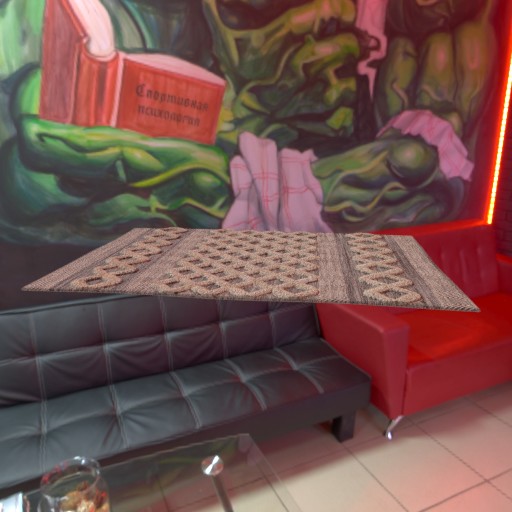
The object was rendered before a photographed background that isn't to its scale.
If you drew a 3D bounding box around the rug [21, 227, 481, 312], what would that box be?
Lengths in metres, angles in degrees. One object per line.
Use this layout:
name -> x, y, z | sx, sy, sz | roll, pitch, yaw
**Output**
rug -> 0.000, 0.000, 2.320 | 1.823, 0.030, 1.222 | 2, 16, 7
